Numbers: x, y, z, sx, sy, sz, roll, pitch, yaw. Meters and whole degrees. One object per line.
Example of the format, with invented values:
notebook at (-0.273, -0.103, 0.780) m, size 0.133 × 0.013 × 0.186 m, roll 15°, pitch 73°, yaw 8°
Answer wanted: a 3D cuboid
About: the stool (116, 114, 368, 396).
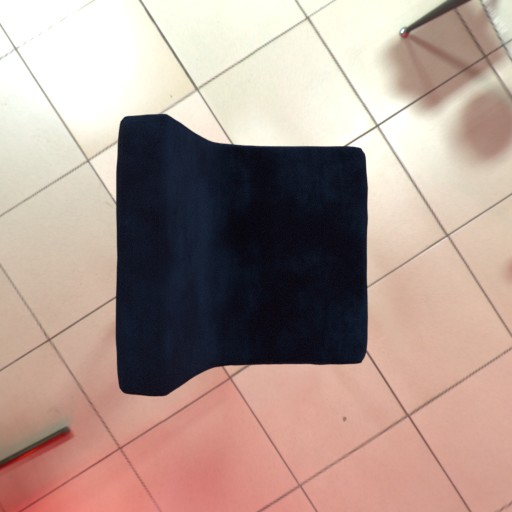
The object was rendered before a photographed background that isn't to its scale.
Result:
stool at (0.000, 0.000, 1.244) m, size 0.516 × 0.945 × 0.511 m, roll 0°, pitch 90°, yaw -1°
